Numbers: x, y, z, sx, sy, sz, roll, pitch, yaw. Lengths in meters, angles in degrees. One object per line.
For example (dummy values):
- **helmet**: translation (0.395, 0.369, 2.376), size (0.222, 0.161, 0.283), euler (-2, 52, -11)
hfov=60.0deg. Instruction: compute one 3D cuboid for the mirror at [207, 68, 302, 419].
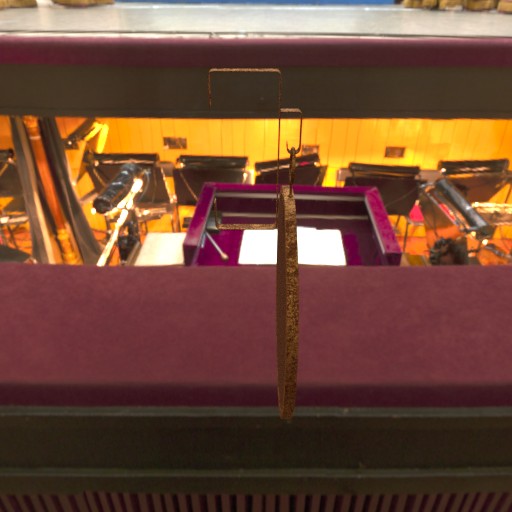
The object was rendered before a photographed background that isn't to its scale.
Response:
- **mirror**: translation (0.000, 0.000, 0.829), size (0.144, 0.651, 0.447), euler (0, 32, 1)
